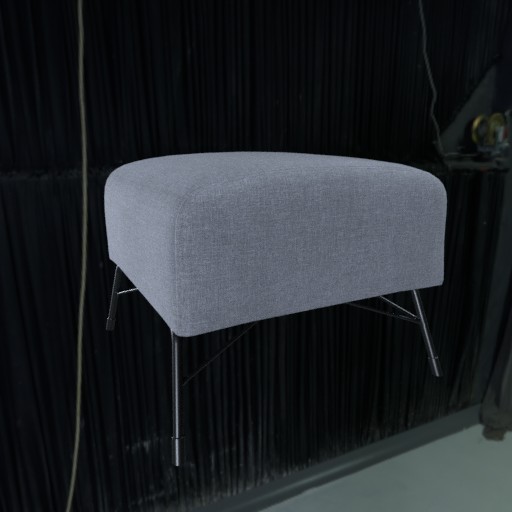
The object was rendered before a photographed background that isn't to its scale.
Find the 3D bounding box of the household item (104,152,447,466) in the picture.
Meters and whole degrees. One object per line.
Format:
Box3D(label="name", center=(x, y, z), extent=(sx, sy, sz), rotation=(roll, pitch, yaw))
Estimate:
Box3D(label="household item", center=(0.000, 0.000, 0.897), extent=(0.530, 0.410, 0.530), rotation=(-7, 16, -27))
